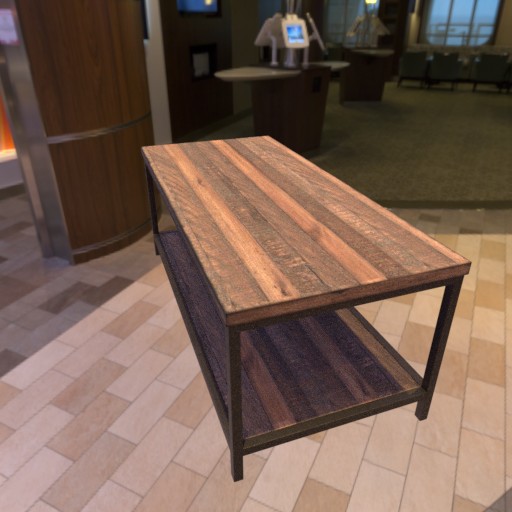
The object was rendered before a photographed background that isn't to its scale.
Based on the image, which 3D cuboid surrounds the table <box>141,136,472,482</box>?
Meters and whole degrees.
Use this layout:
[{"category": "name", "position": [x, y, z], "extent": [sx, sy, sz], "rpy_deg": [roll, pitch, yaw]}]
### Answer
[{"category": "table", "position": [0.000, 0.000, 1.218], "extent": [0.452, 0.399, 0.990], "rpy_deg": [-10, 30, -17]}]
